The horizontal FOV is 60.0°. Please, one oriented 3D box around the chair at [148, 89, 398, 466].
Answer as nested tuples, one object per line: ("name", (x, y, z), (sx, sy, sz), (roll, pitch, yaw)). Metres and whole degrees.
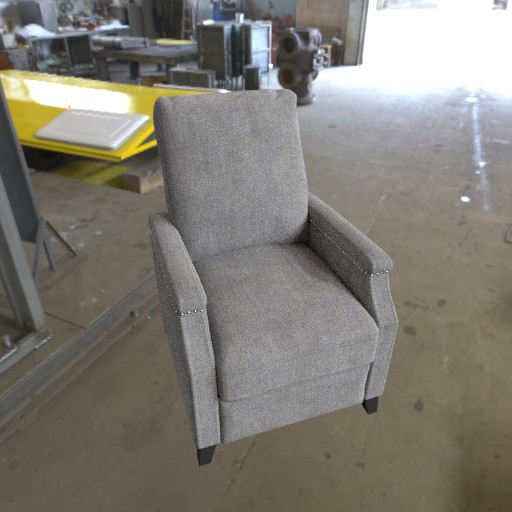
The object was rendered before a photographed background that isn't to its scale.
("chair", (0.000, 0.000, 1.649), (0.710, 1.049, 0.922), (-10, 33, -16))
